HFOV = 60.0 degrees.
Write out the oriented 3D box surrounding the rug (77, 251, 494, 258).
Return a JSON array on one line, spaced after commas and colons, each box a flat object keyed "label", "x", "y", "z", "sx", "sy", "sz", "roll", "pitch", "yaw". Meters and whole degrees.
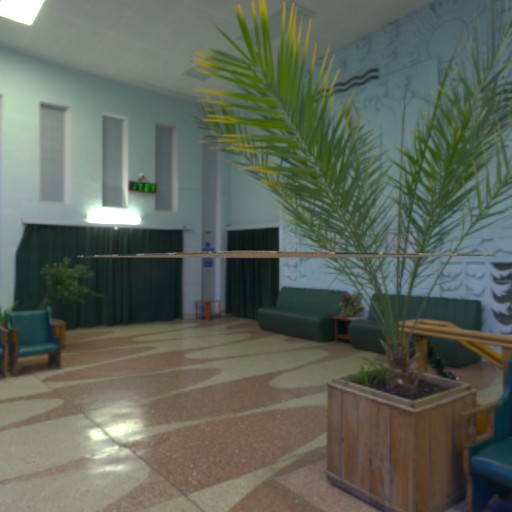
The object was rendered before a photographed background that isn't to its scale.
[{"label": "rug", "x": 0.000, "y": 0.000, "z": 4.144, "sx": 2.439, "sy": 0.013, "sz": 3.200, "roll": 0, "pitch": -1, "yaw": -35}]
